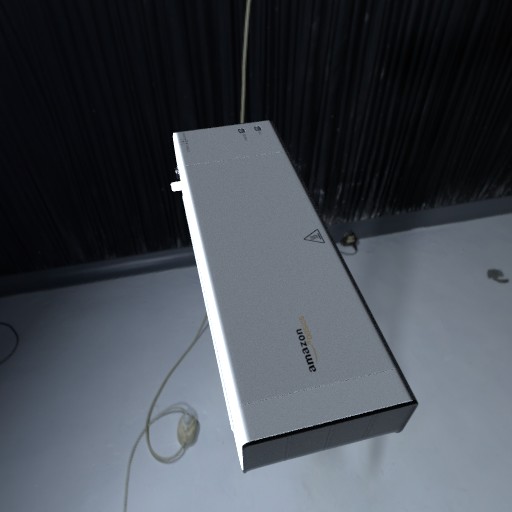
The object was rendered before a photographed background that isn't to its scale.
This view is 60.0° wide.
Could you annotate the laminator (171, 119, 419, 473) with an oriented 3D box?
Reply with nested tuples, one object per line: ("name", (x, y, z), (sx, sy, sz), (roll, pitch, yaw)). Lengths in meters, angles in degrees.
("laminator", (0.000, 0.000, 0.395), (0.123, 0.062, 0.340), (-10, 48, -9))
